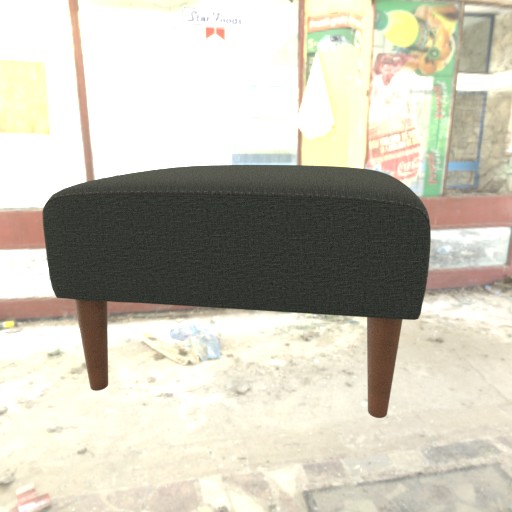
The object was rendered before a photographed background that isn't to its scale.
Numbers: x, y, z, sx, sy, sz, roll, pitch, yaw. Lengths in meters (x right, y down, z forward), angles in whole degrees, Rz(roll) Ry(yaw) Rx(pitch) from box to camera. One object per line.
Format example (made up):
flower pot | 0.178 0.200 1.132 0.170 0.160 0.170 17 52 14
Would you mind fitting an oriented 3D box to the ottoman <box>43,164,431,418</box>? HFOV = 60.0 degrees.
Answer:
ottoman | 0.000 0.000 1.021 0.649 0.398 0.650 2 14 9
